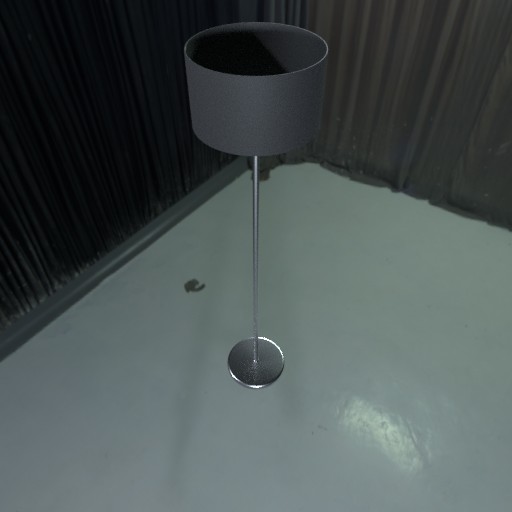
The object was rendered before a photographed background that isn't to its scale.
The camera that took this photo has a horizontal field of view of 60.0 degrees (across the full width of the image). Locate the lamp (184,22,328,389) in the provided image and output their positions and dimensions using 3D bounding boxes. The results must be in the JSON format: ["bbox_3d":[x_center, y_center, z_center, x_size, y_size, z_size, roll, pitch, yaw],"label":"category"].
[{"bbox_3d":[0.000,0.000,1.588,0.348,1.443,0.348,25,50,23],"label":"lamp"}]
